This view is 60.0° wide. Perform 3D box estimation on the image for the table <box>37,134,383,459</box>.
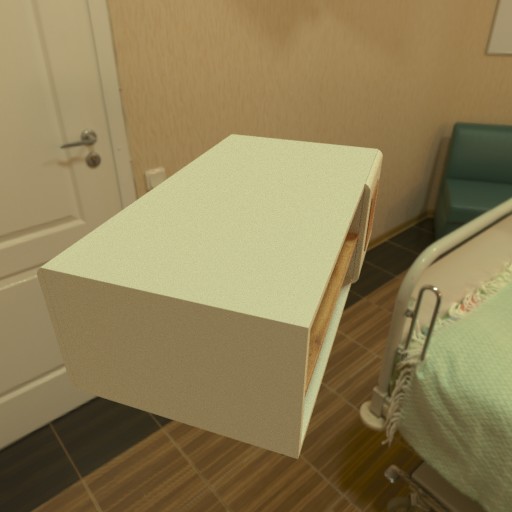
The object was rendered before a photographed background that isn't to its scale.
[{"bbox_3d":[0.000,0.000,1.432,0.639,0.442,1.097,10,33,17],"label":"table"}]
